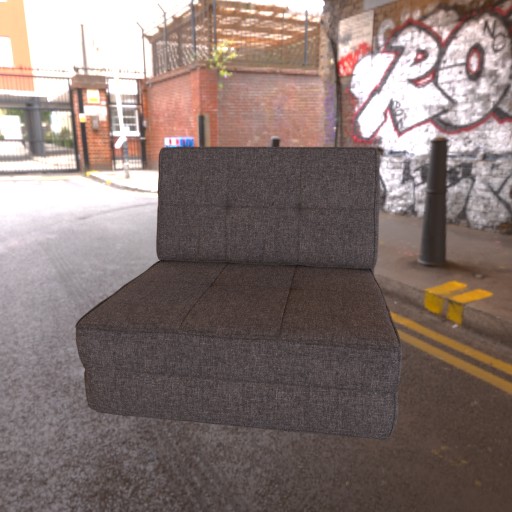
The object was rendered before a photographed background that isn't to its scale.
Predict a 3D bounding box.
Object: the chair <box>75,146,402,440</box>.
[{"bbox_3d":[0.000,0.000,1.298,0.740,0.615,0.800,2,15,9],"label":"chair"}]
